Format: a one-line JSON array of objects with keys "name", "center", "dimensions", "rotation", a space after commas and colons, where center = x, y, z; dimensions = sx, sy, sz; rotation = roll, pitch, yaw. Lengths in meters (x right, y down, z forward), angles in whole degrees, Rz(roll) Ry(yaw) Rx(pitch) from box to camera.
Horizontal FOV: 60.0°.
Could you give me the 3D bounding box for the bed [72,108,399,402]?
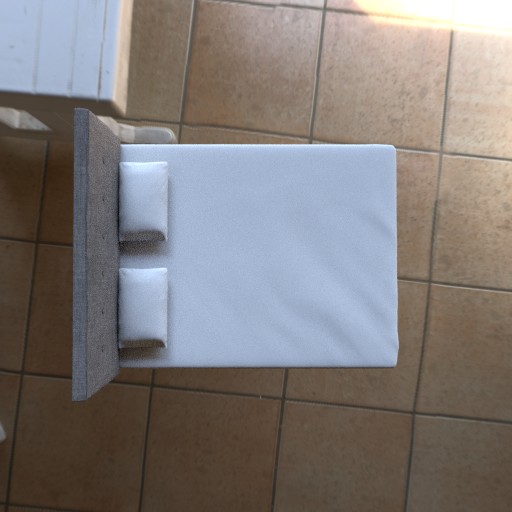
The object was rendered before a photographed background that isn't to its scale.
[{"name": "bed", "center": [0.000, 0.000, 2.954], "dimensions": [1.958, 1.168, 1.621], "rotation": [0, 89, 0]}]
